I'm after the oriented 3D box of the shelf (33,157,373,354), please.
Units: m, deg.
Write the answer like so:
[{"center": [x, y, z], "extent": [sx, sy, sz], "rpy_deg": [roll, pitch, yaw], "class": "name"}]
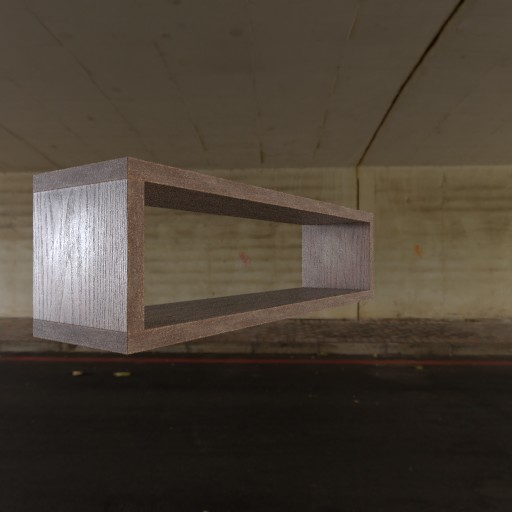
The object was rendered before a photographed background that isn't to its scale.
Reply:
[{"center": [0.000, 0.000, 0.674], "extent": [0.150, 0.170, 0.610], "rpy_deg": [0, 0, 34], "class": "shelf"}]
